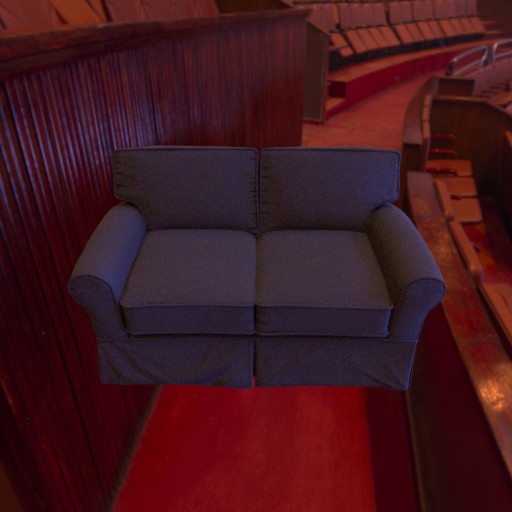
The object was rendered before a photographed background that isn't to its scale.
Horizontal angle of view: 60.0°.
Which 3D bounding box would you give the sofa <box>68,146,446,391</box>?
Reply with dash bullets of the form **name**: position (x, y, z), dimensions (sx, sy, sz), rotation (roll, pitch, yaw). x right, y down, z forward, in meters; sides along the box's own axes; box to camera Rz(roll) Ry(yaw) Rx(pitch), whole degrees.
- **sofa**: position (0.000, 0.000, 2.491), dimensions (1.801, 1.059, 0.997), rotation (0, 30, 1)
